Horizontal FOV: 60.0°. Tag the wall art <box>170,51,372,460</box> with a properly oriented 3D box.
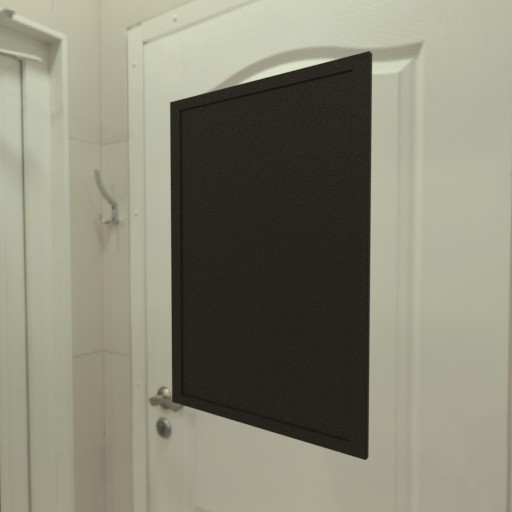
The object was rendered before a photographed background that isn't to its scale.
[{"bbox_3d":[0.000,0.000,0.851,0.451,0.661,0.012,1,3,35],"label":"wall art"}]
